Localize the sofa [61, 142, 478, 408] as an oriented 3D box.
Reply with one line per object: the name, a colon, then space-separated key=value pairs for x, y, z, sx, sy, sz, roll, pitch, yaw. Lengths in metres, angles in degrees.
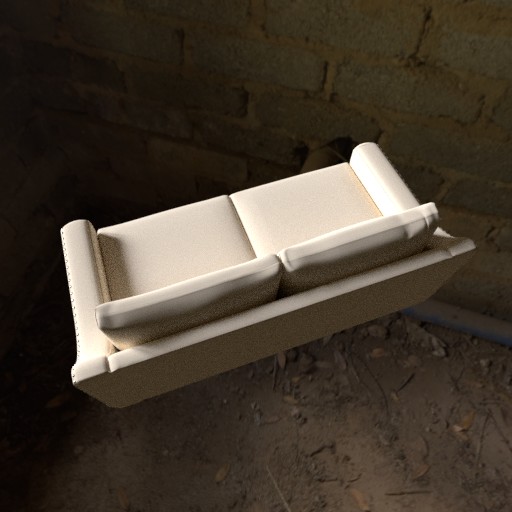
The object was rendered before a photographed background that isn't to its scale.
sofa: x=0.000 y=0.000 z=2.302 sx=1.812 sy=0.830 sz=0.949 roll=-17 pitch=59 yaw=-11
